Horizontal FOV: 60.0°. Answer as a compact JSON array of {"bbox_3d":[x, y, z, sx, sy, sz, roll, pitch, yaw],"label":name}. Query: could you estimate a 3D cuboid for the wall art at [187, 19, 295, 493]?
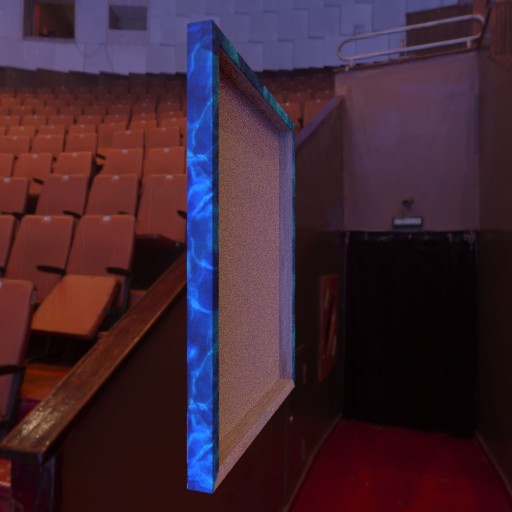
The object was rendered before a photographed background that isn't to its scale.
[{"bbox_3d":[0.000,0.000,0.841,0.038,0.635,0.508,0,0,18],"label":"wall art"}]
